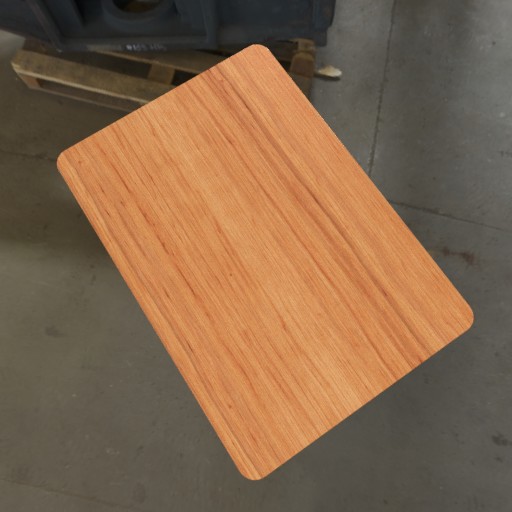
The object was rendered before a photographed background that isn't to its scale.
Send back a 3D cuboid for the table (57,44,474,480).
[{"bbox_3d":[0.000,0.000,1.384,0.696,0.445,0.997,-33,78,-8],"label":"table"}]
